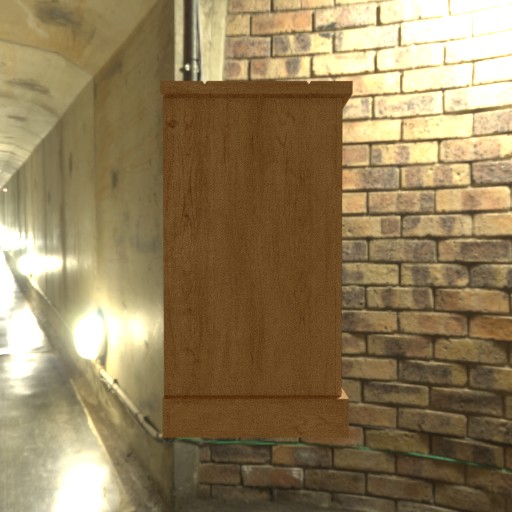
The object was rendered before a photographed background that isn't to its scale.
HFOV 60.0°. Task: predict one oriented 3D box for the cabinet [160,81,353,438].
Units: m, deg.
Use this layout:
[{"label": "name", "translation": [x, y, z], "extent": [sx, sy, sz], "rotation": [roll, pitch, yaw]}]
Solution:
[{"label": "cabinet", "translation": [0.000, 0.000, 1.661], "extent": [0.432, 0.810, 1.321], "rotation": [0, 1, 0]}]
